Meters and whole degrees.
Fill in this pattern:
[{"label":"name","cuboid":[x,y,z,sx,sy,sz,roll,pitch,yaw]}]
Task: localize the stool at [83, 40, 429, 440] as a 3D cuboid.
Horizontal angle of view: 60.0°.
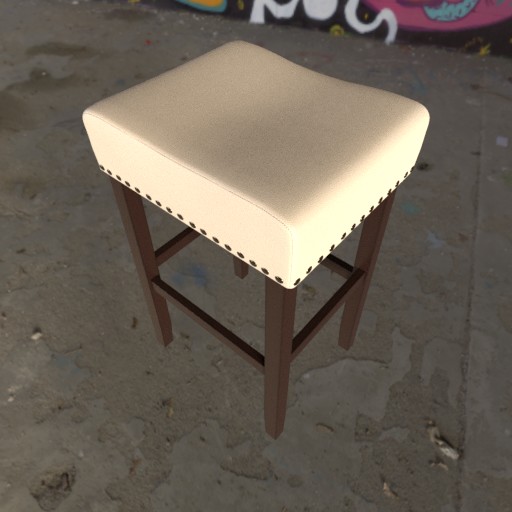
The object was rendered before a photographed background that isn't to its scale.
[{"label":"stool","cuboid":[0.000,0.000,1.031,0.471,0.762,0.401,32,55,26]}]
